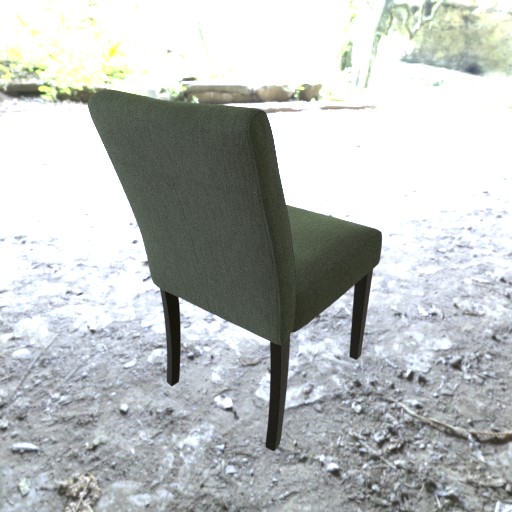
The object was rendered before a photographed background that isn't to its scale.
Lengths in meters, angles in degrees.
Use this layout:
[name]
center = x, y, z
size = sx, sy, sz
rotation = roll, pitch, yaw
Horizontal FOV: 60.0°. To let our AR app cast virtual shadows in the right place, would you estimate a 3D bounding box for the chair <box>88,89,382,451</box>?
[chair]
center = 0.000, 0.000, 1.214
size = 0.487, 0.884, 0.629
rotation = 20, 34, 33
